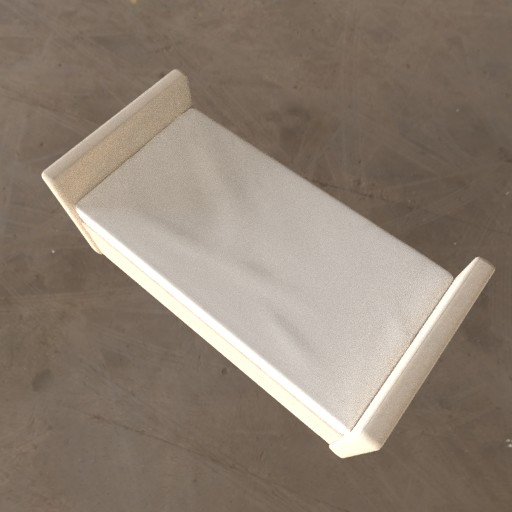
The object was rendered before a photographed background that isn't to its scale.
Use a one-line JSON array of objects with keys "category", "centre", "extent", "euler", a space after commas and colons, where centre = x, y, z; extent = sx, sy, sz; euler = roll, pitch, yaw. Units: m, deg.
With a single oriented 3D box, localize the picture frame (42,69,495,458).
[{"category": "picture frame", "centre": [0.000, 0.000, 2.659], "extent": [2.161, 0.891, 1.069], "euler": [36, 69, 17]}]
